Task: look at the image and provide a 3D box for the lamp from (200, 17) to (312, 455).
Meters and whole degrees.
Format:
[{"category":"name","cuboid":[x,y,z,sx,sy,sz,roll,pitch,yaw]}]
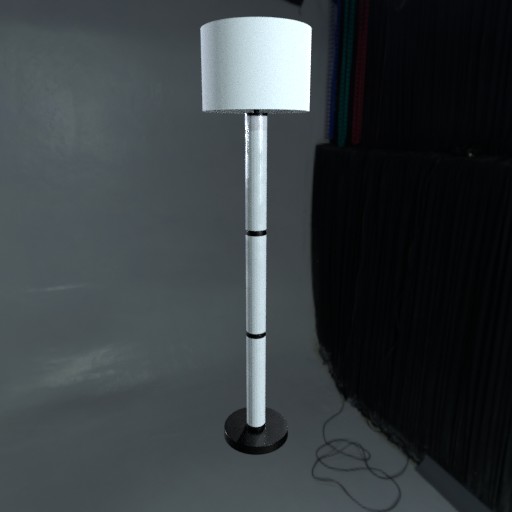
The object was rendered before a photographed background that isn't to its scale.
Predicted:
[{"category":"lamp","cuboid":[0.000,0.000,1.717,0.377,1.599,0.377,-8,17,-25]}]
